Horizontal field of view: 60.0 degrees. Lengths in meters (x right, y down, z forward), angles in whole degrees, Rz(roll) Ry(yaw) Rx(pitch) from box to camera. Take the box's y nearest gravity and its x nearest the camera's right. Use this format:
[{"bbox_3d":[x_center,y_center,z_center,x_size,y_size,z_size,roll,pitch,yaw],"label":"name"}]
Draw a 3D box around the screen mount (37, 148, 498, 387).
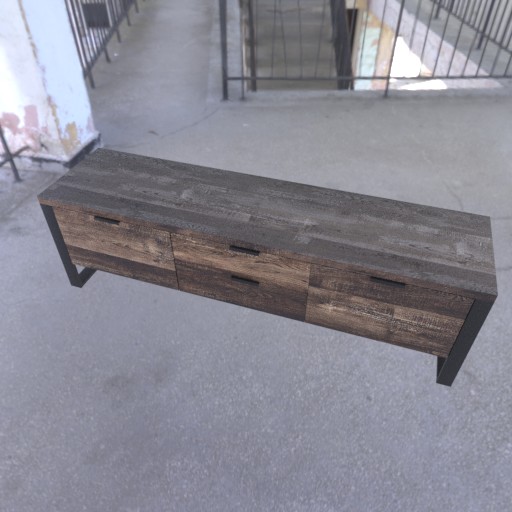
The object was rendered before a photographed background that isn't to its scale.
[{"bbox_3d":[0.000,0.000,1.677,1.524,0.450,0.395,13,43,14],"label":"screen mount"}]
